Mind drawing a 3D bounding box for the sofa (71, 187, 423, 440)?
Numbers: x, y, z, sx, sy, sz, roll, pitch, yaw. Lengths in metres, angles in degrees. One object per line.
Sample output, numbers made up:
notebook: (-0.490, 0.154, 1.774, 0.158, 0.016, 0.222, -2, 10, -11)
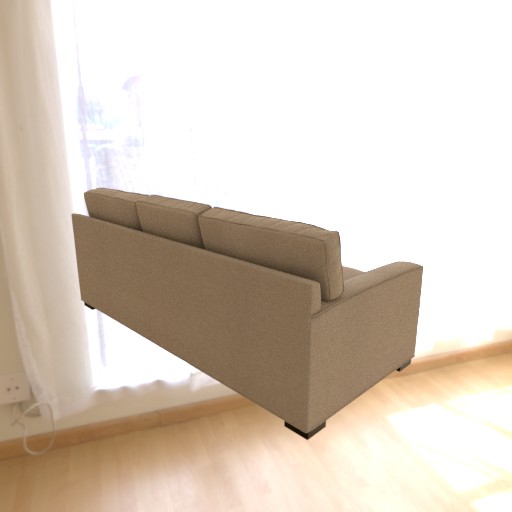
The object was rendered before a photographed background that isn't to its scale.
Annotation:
sofa: (0.000, 0.000, 2.874, 1.496, 0.861, 2.087, -15, 21, -43)
